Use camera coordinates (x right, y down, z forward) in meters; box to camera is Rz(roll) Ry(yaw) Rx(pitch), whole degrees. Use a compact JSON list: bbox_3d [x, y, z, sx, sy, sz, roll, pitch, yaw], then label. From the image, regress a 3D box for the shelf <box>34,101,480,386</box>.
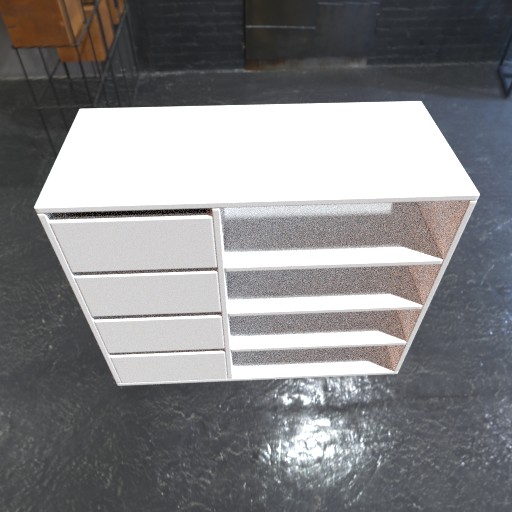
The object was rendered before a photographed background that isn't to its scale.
[{"bbox_3d":[0.000,0.000,1.287,0.895,0.732,0.396,-2,46,-2],"label":"shelf"}]
